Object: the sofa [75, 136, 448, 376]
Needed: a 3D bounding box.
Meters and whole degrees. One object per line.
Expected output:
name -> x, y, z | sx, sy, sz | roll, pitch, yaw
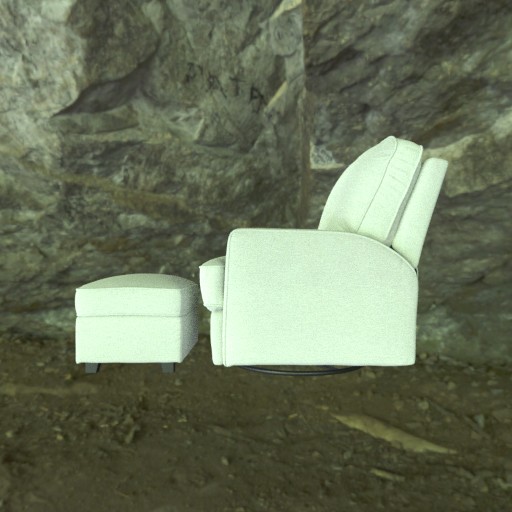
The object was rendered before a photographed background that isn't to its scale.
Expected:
sofa -> 0.000, 0.000, 2.046 | 1.472, 0.959, 0.861 | 0, -2, -1
